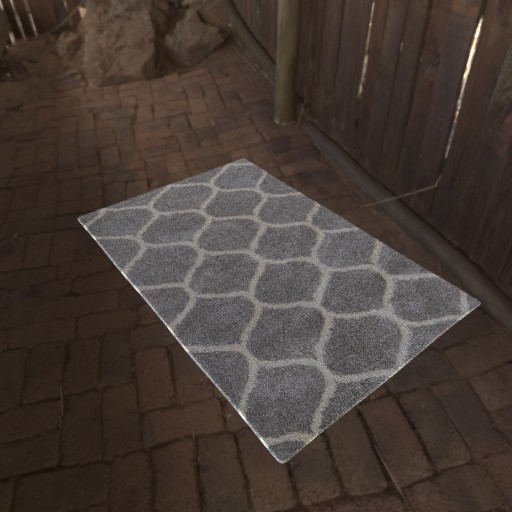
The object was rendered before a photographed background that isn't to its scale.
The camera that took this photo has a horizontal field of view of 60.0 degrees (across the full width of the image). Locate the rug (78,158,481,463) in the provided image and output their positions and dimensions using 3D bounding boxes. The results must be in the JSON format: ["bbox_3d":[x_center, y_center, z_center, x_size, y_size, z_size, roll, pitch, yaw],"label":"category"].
[{"bbox_3d":[0.000,0.000,3.418,1.801,0.026,2.701,-26,46,-28],"label":"rug"}]
